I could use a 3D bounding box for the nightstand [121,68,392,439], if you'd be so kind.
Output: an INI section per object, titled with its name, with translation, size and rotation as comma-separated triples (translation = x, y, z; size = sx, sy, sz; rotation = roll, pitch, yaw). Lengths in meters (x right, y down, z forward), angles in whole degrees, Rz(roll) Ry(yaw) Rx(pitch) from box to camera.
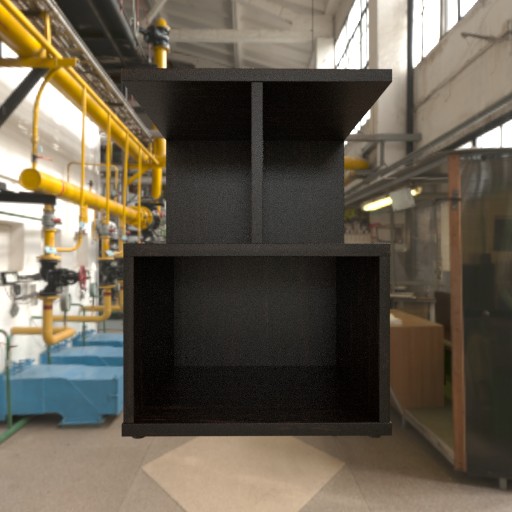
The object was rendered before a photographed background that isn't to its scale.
[nightstand]
translation = 0.000, 0.000, 0.832
size = 0.400, 0.559, 0.356
rotation = 0, 0, -1
